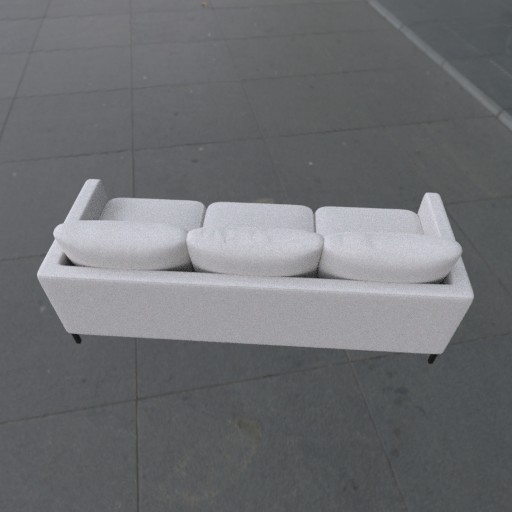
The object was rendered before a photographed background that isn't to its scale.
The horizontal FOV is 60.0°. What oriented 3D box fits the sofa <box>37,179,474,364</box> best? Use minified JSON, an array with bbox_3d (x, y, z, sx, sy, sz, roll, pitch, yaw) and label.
[{"bbox_3d":[0.000,0.000,2.667,2.218,0.874,0.859,3,47,3],"label":"sofa"}]
